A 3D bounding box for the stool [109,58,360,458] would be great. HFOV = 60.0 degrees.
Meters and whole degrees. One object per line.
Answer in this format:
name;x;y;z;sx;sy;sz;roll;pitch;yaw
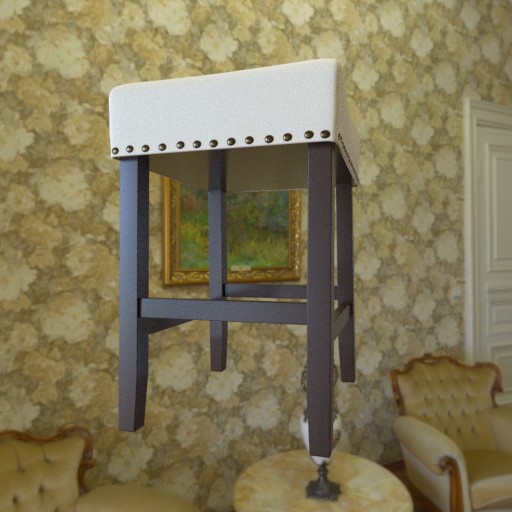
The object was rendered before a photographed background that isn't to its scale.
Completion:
stool;0.000;0.000;0.929;0.401;0.609;0.471;0;0;17
